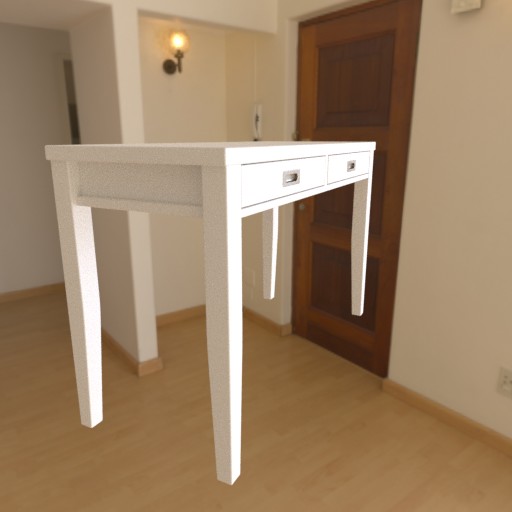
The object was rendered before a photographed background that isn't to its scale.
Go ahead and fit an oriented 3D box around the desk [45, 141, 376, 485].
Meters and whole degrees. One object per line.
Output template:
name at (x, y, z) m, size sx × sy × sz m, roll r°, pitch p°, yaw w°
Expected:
desk at (0.000, 0.000, 1.569) m, size 0.508 × 0.775 × 1.220 m, roll 8°, pitch 17°, yaw 27°
